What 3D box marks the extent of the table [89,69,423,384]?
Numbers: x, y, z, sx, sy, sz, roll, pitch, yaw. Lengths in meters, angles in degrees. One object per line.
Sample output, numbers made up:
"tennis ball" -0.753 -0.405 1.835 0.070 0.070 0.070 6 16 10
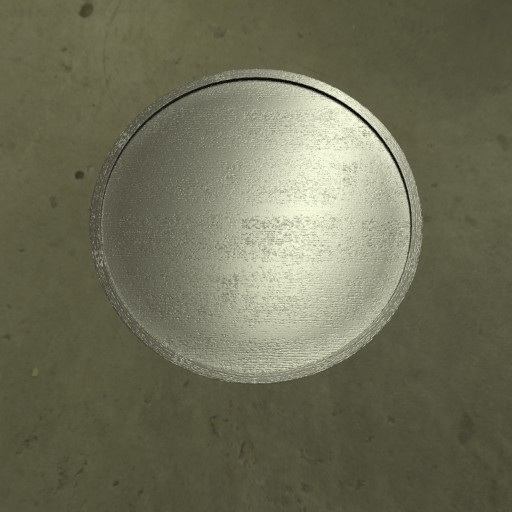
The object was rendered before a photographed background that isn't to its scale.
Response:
"table" 0.000 0.000 0.924 0.500 0.531 0.500 0 75 0
